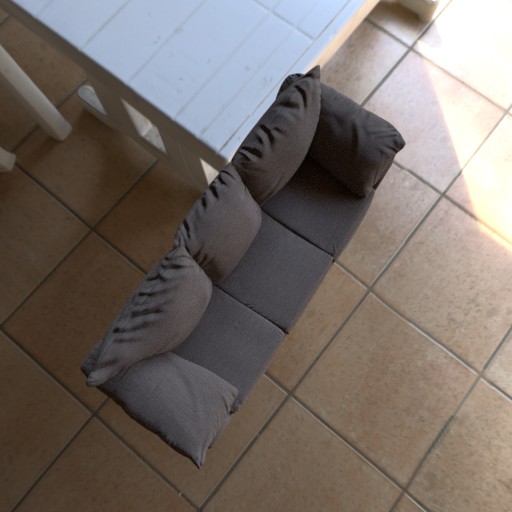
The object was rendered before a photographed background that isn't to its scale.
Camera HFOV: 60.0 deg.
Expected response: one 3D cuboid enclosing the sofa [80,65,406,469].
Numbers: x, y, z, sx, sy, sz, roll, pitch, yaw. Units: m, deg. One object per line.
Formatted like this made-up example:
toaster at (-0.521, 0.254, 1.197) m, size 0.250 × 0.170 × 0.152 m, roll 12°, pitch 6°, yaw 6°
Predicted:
sofa at (0.000, 0.000, 2.862) m, size 0.927 × 1.043 × 2.390 m, roll 33°, pitch 78°, yaw 8°
